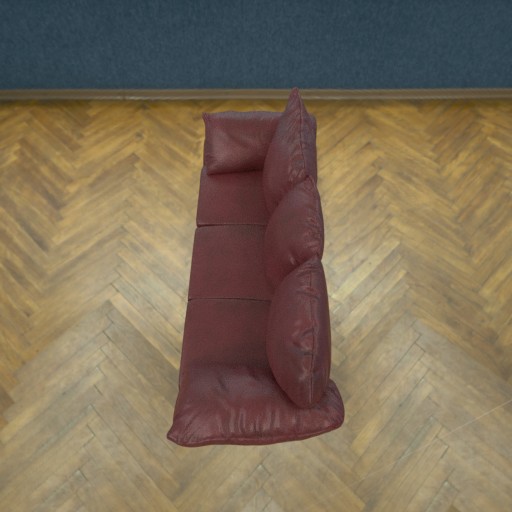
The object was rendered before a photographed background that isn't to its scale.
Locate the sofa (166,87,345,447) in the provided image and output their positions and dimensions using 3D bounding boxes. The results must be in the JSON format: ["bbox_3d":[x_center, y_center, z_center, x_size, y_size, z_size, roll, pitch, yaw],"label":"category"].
[{"bbox_3d":[0.000,0.000,2.923,0.907,1.091,2.390,1,58,0],"label":"sofa"}]
